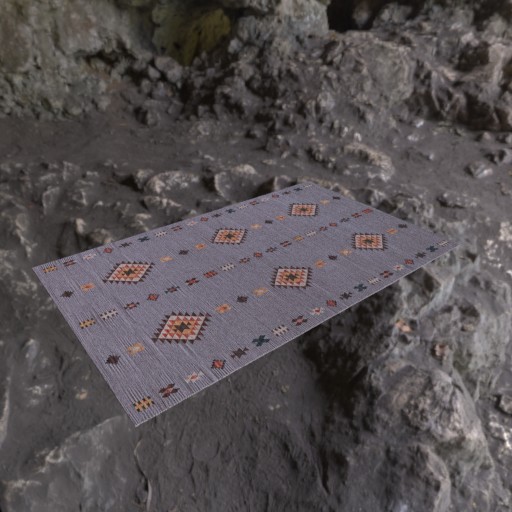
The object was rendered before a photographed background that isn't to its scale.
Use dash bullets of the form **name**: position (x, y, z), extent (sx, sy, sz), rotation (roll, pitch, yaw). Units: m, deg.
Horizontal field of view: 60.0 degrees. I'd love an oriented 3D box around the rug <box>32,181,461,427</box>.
- **rug**: position (0.000, 0.000, 2.943), extent (2.427, 0.007, 1.515), rotation (-22, 37, -32)
